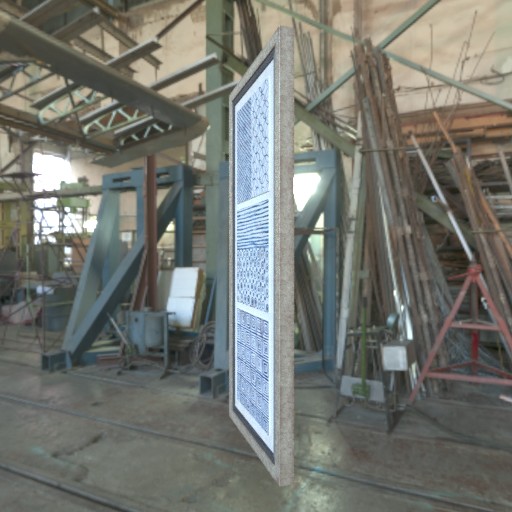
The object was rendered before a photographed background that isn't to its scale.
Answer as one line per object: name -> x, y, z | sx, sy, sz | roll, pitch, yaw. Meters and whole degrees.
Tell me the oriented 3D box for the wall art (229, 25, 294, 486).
wall art -> 0.000, 0.000, 1.718 | 0.051, 1.461, 0.648 | 0, 0, -18
